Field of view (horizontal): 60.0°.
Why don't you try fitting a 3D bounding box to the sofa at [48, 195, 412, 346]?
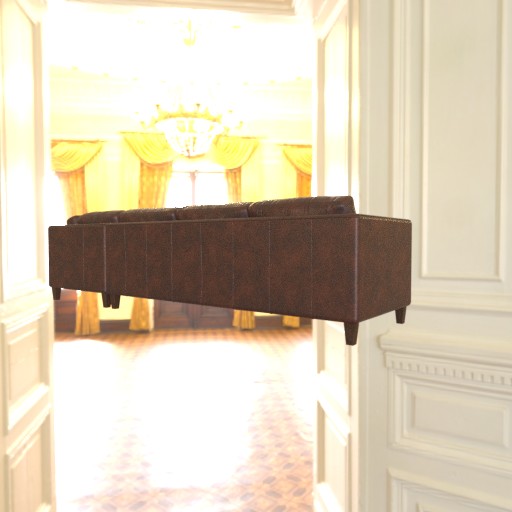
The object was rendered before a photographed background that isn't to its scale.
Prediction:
[{"bbox_3d":[0.000,0.000,4.228,3.152,0.836,2.438,1,2,37],"label":"sofa"}]
